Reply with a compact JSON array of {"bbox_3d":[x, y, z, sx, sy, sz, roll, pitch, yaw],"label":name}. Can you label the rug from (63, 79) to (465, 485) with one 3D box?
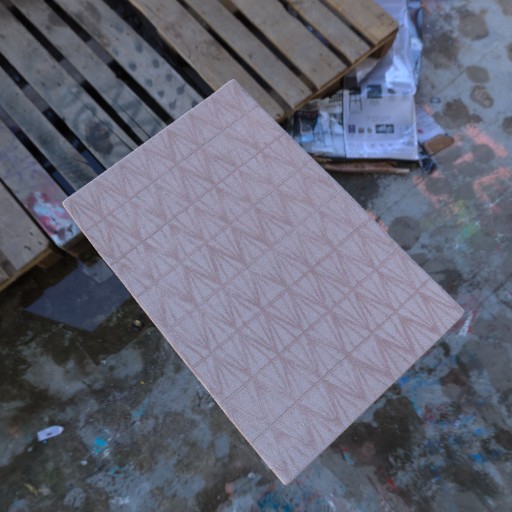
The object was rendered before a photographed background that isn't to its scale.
[{"bbox_3d":[0.000,0.000,2.317,1.230,0.025,1.837,-39,78,-10],"label":"rug"}]
